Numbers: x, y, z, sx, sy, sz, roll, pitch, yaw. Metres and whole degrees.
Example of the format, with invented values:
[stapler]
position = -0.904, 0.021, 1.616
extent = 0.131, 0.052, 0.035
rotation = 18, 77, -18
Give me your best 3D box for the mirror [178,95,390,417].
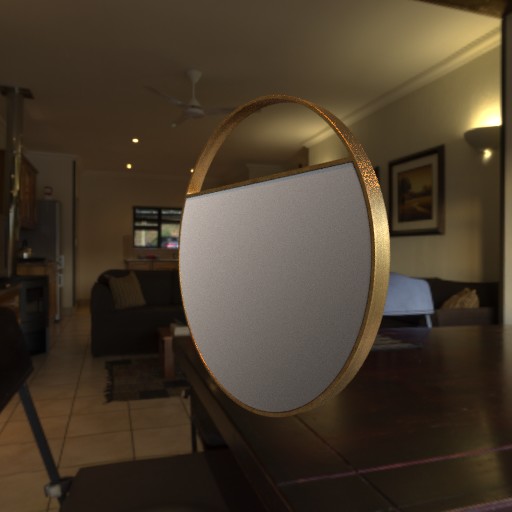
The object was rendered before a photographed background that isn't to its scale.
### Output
[mirror]
position = 0.000, 0.000, 0.818
extent = 0.032, 0.565, 0.565
rotation = 0, 0, -37
